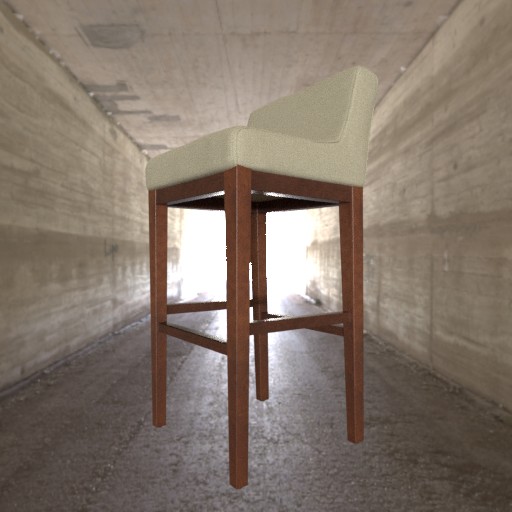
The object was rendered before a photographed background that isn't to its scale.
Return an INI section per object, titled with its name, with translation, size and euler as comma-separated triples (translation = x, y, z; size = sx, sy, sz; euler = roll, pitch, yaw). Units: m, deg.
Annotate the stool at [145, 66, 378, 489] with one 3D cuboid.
[stool]
translation = 0.000, 0.000, 1.295
size = 0.500, 1.037, 0.511
euler = 0, 1, -36
